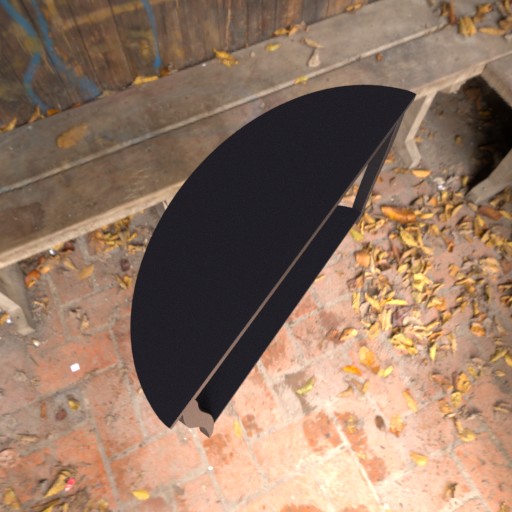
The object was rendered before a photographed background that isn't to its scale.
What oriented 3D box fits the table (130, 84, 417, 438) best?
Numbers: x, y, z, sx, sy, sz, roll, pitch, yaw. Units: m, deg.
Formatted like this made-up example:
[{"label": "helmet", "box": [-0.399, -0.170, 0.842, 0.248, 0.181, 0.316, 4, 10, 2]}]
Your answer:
[{"label": "table", "box": [0.000, 0.000, 1.596, 0.394, 0.780, 1.219, 32, 69, 14]}]
